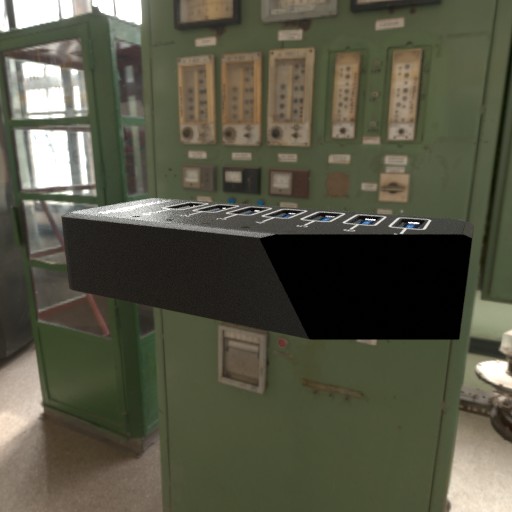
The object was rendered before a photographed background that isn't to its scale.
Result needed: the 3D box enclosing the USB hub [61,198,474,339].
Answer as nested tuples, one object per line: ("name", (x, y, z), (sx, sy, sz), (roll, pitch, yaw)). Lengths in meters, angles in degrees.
("USB hub", (0.000, 0.000, 0.127), (0.110, 0.023, 0.044), (7, 16, 26))
